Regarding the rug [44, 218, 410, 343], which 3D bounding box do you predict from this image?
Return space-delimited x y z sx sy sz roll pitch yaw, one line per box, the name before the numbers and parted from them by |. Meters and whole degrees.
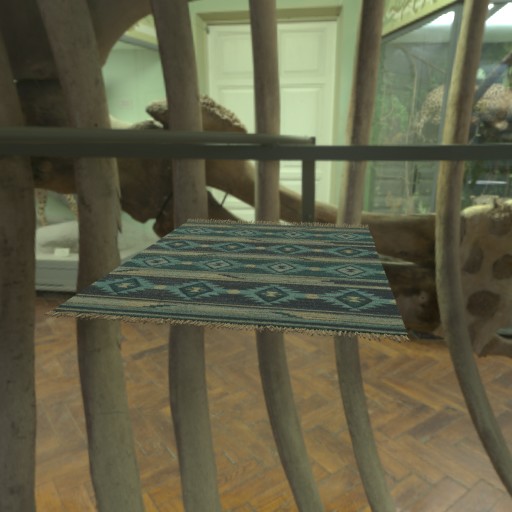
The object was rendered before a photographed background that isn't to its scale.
rug | 0.000 0.000 4.380 2.418 0.047 3.307 3 17 9
